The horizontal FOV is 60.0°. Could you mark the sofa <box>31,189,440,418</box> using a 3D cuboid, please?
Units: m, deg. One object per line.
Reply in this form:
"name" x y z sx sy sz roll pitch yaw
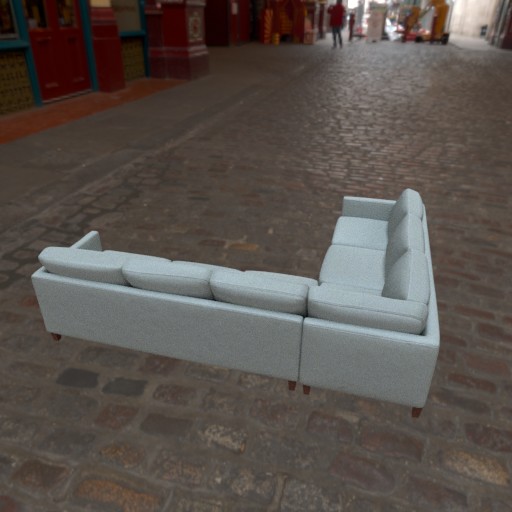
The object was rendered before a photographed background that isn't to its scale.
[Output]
"sofa" 0.000 0.000 4.507 3.301 0.947 2.592 8 30 14
